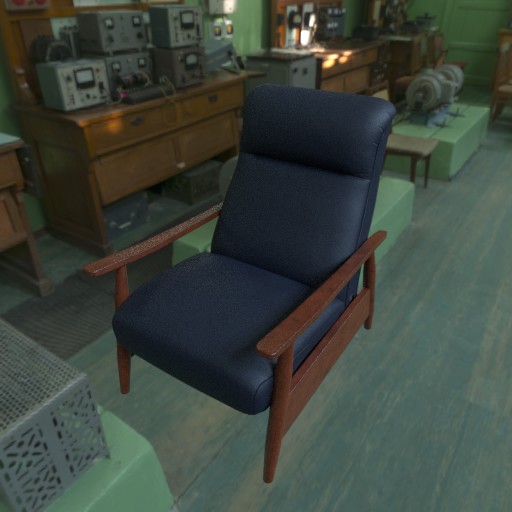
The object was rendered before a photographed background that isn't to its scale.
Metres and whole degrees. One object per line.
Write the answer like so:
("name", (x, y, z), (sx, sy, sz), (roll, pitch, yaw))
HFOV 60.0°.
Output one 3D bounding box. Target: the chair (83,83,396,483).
("chair", (0.000, 0.000, 1.728), (0.762, 1.082, 1.014), (19, 37, 28))
